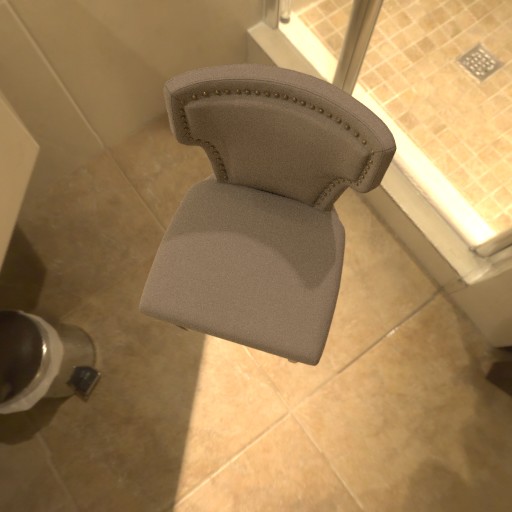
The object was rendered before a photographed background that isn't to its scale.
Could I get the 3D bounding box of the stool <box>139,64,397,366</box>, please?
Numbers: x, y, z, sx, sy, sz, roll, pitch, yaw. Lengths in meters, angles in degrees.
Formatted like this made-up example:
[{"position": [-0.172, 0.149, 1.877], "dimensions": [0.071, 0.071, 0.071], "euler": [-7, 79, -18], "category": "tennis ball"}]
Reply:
[{"position": [0.000, 0.000, 1.394], "dimensions": [0.526, 1.092, 0.563], "euler": [16, 75, 4], "category": "stool"}]
